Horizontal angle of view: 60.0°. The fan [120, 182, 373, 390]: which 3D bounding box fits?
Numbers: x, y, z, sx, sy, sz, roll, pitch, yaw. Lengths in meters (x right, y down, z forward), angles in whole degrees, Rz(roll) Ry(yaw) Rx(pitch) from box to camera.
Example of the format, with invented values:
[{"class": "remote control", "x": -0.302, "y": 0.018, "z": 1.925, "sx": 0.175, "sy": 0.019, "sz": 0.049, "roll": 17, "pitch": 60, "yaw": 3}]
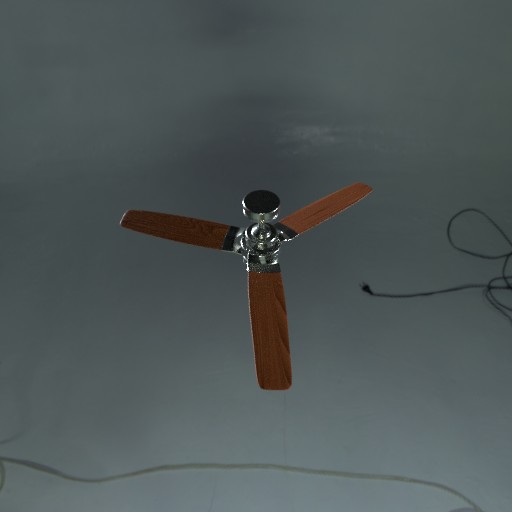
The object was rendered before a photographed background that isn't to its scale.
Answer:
[{"class": "fan", "x": 0.000, "y": 0.000, "z": 2.092, "sx": 1.416, "sy": 0.410, "sz": 1.271, "roll": -3, "pitch": 47, "yaw": -2}]
